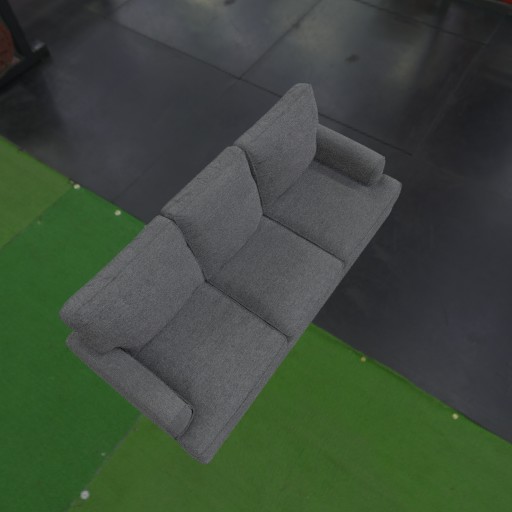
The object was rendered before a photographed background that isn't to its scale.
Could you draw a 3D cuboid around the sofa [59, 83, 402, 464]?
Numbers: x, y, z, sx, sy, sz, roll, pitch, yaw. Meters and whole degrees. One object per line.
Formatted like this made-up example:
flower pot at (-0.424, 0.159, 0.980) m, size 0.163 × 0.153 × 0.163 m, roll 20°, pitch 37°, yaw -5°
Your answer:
sofa at (0.000, 0.000, 2.694) m, size 0.951 × 0.965 × 2.158 m, roll 33°, pitch 65°, yaw 18°
